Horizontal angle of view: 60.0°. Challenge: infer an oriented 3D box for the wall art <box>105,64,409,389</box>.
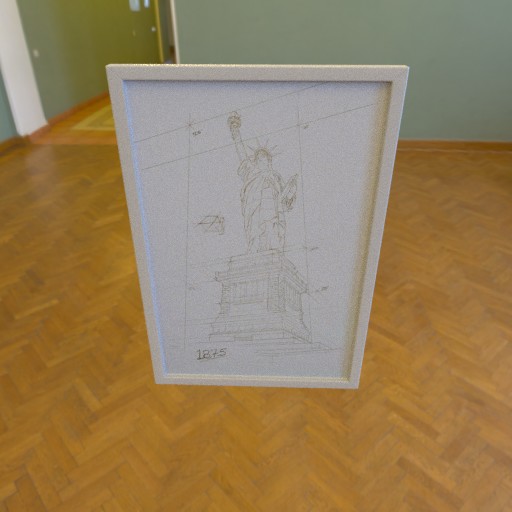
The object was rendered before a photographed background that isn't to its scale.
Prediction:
[{"bbox_3d":[0.000,0.000,1.022,0.556,0.813,0.026,1,30,2],"label":"wall art"}]
